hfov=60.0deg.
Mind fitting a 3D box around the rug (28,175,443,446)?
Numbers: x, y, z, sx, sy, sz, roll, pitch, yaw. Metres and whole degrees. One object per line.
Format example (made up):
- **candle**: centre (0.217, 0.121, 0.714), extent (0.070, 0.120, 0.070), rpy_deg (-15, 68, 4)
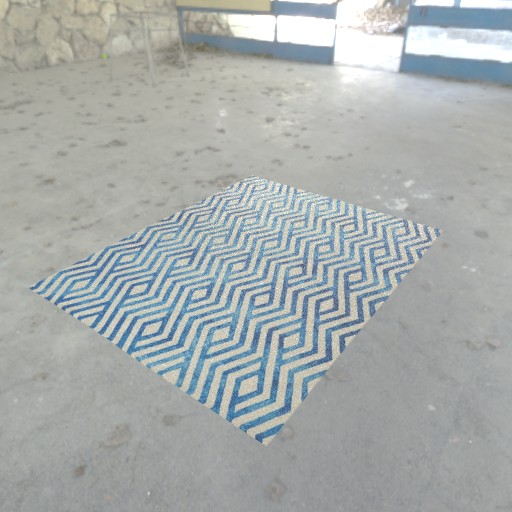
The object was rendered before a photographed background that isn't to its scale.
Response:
- **rug**: centre (0.000, 0.000, 4.093), extent (2.453, 0.008, 3.059), rpy_deg (22, 38, 31)
